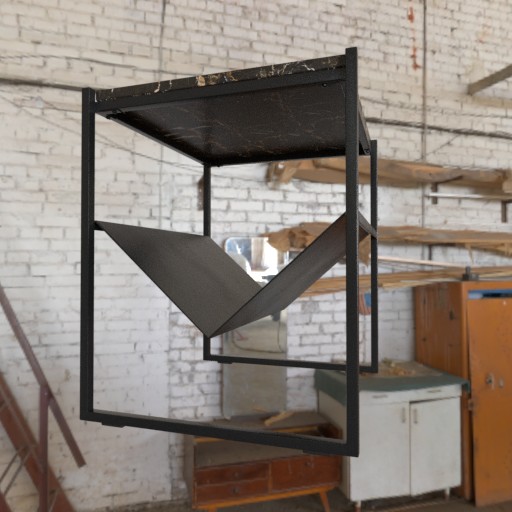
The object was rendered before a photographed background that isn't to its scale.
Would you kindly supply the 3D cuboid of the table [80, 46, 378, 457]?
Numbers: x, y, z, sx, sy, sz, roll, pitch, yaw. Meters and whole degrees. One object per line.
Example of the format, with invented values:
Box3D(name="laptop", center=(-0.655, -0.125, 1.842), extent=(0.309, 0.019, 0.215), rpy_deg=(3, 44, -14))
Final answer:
Box3D(name="table", center=(0.000, 0.000, 0.858), extent=(0.432, 0.534, 0.469), rpy_deg=(0, -1, 18))
